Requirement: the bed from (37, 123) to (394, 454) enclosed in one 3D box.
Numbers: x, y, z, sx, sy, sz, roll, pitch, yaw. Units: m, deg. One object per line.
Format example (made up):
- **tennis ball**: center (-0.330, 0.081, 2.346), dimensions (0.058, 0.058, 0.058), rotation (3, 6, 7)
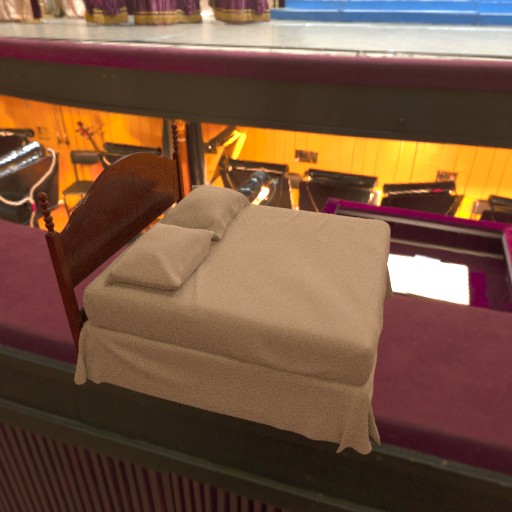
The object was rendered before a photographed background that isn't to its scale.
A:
- **bed**: center (0.000, 0.000, 3.184), dimensions (2.040, 1.356, 1.873), rotation (9, 32, 15)
